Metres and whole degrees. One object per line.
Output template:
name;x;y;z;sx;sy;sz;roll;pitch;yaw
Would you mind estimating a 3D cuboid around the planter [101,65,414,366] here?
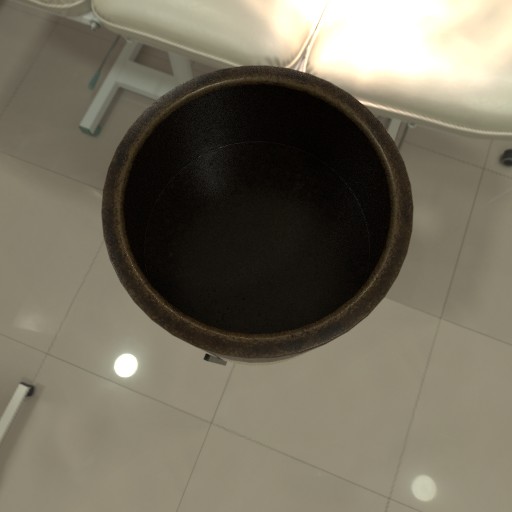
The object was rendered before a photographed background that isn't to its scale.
planter;0.000;0.000;0.706;0.345;0.465;0.354;21;76;5
